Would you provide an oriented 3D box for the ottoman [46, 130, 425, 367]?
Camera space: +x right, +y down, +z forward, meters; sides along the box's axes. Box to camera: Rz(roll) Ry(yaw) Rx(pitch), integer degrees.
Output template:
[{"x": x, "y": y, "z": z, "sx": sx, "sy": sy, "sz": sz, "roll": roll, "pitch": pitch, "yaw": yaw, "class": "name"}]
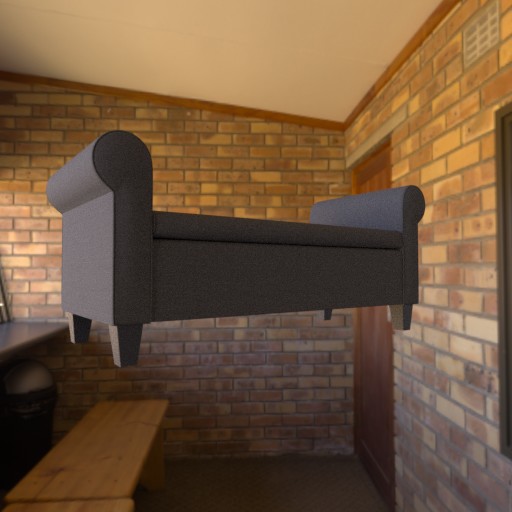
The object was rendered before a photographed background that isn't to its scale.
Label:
[{"x": 0.000, "y": 0.000, "z": 1.540, "sx": 1.256, "sy": 0.547, "sz": 0.521, "roll": 1, "pitch": -2, "yaw": -36, "class": "ottoman"}]
